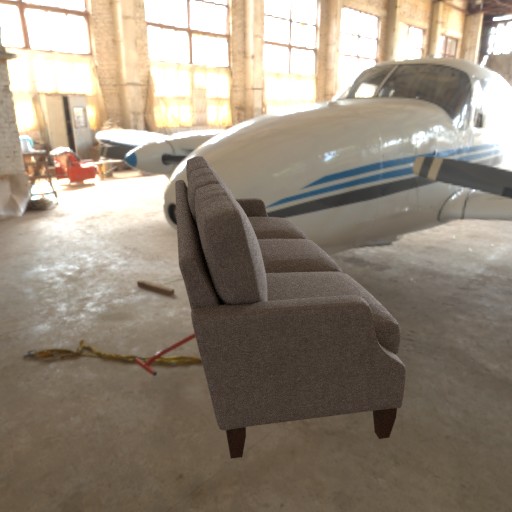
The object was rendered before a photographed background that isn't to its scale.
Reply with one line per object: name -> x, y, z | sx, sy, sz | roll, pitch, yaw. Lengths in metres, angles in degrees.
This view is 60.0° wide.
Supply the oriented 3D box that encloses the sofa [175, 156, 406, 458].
sofa -> 0.000, 0.000, 2.593 | 0.888, 0.984, 2.115 | -3, 18, -10
